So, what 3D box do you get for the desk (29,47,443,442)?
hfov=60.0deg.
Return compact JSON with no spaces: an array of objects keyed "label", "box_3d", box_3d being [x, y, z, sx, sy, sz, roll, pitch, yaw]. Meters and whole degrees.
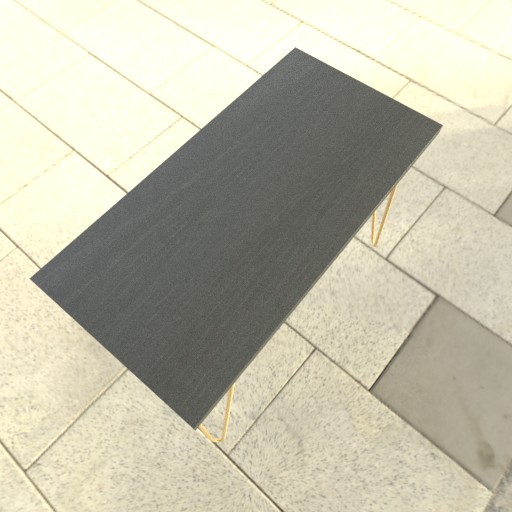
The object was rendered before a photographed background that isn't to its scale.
[{"label":"desk","box_3d":[0.000,0.000,1.387,0.499,0.660,0.991,36,68,17]}]
